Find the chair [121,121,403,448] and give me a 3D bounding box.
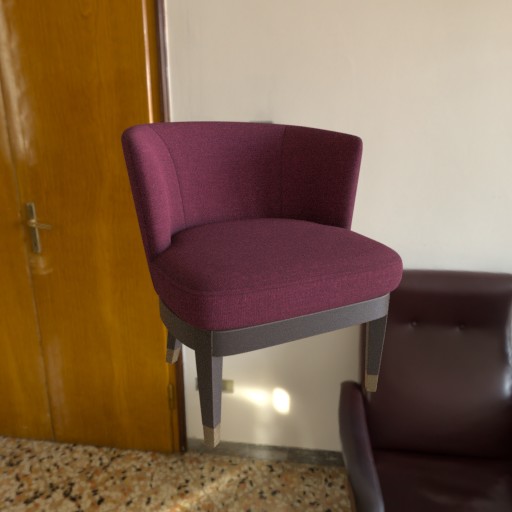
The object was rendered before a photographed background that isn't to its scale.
[{"bbox_3d":[0.000,0.000,1.296,0.700,0.760,0.660,-8,18,-26],"label":"chair"}]
